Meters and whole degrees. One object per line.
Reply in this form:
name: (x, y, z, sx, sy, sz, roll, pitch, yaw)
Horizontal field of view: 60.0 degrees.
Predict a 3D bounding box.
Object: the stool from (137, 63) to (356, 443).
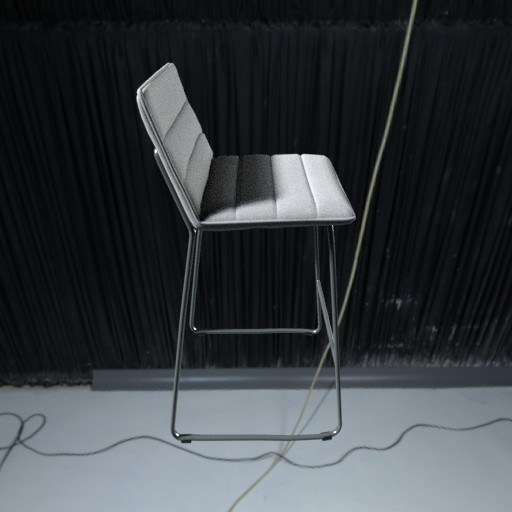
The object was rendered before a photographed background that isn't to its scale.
stool: (0.000, 0.000, 1.237, 0.490, 0.960, 0.490, 0, 31, 0)
